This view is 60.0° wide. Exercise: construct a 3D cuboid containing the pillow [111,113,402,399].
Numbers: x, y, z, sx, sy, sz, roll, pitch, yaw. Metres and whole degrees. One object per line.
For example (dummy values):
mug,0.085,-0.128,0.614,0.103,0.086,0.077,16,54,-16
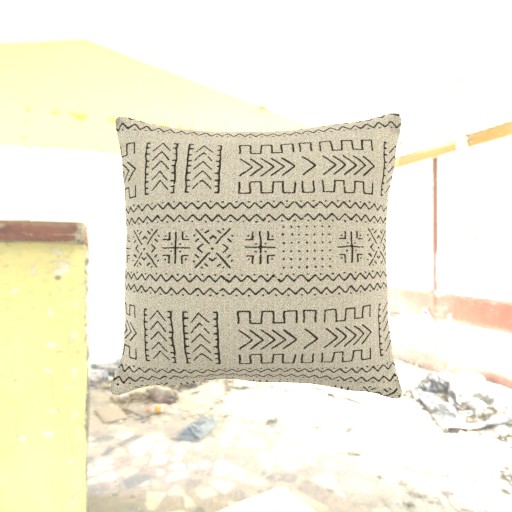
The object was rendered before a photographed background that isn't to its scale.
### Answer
pillow,0.000,0.000,0.668,0.438,0.430,0.164,0,1,0
